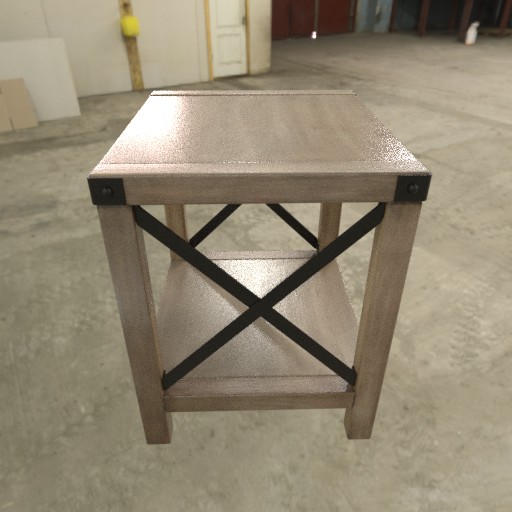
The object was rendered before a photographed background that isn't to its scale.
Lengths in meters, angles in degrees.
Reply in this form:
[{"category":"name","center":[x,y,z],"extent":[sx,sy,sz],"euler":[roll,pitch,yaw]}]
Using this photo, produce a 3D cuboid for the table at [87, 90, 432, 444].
[{"category":"table","center":[0.000,0.000,0.925],"extent":[0.459,0.561,0.510],"euler":[-1,32,-1]}]
